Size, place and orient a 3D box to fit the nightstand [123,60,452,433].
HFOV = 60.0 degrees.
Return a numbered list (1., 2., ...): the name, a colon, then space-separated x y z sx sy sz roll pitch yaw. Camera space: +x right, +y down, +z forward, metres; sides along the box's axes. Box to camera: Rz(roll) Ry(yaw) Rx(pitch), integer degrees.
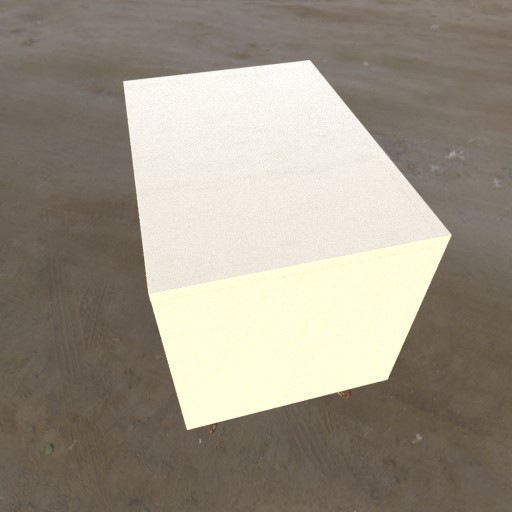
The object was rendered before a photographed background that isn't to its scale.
1. nightstand: 0.000 0.000 1.024 0.447 0.604 0.614 -11 48 -10
